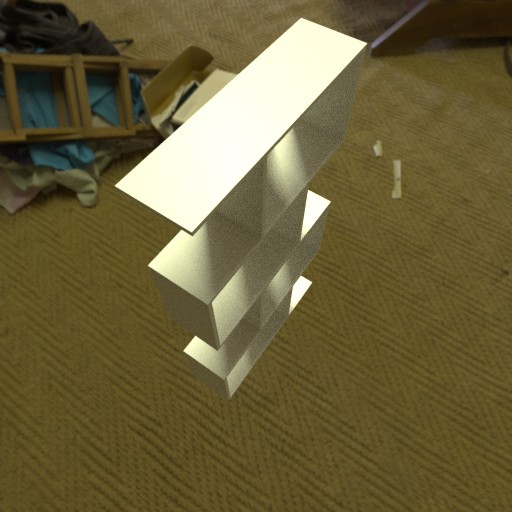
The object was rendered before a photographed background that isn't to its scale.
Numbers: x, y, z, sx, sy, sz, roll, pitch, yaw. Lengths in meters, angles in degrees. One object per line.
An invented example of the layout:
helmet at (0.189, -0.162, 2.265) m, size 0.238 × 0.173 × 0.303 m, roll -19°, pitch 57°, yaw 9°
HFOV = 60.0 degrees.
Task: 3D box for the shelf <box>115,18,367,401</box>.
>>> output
shelf at (0.000, 0.000, 1.970) m, size 0.250 × 1.650 × 0.890 m, roll 31°, pitch 63°, yaw 17°
